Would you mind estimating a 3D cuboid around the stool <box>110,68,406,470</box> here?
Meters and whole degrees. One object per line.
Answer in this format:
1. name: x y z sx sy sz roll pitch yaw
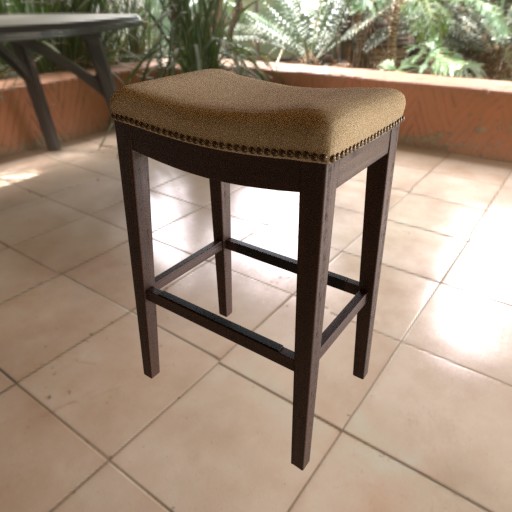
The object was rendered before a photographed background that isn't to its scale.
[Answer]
1. stool: 0.000 0.000 1.043 0.509 0.768 0.363 20 36 30
